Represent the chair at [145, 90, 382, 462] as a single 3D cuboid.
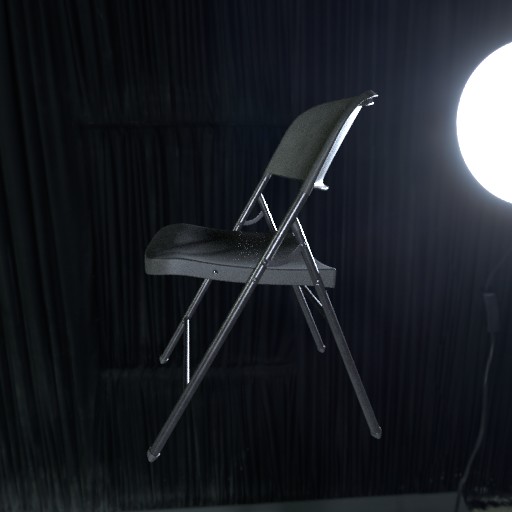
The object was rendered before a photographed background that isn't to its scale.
[{"bbox_3d":[0.000,0.000,1.168,0.566,0.810,0.494,-2,14,-8],"label":"chair"}]
